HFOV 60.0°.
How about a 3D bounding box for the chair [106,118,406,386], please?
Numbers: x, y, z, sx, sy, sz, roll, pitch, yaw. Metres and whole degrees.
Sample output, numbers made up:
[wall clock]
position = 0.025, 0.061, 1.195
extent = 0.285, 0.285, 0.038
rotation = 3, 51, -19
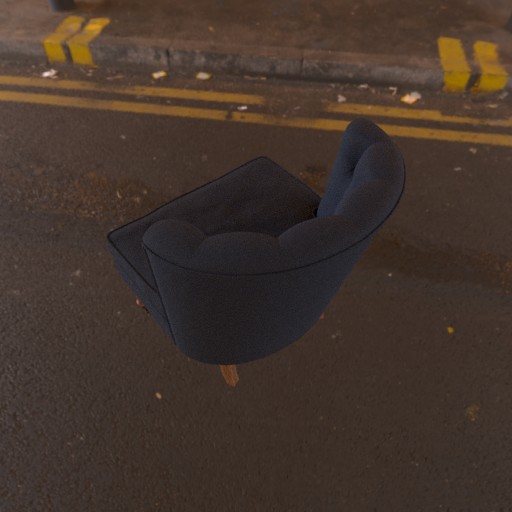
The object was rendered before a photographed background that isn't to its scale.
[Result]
[chair]
position = 0.000, 0.000, 1.390
extent = 0.740, 0.771, 0.718
rotation = -32, 55, -26
